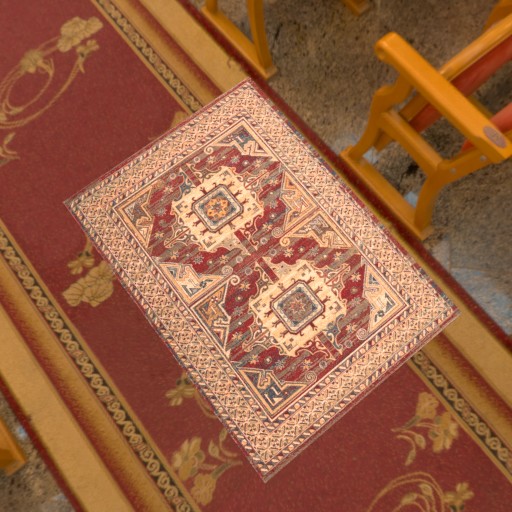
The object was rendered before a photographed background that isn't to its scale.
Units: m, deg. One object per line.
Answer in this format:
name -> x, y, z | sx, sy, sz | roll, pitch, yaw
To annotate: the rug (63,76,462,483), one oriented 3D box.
rug -> 0.000, 0.000, 2.912 | 1.599, 0.011, 2.210 | -37, 78, -9
